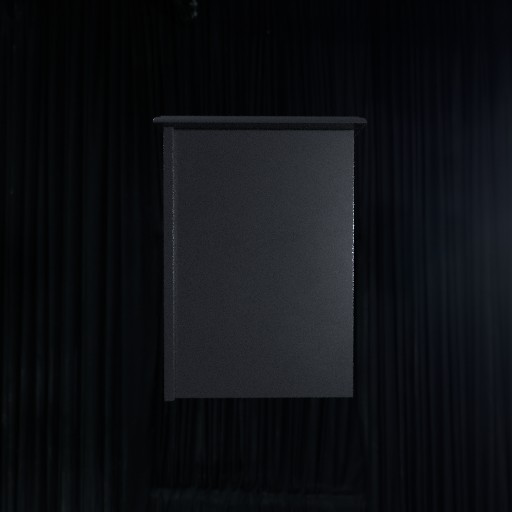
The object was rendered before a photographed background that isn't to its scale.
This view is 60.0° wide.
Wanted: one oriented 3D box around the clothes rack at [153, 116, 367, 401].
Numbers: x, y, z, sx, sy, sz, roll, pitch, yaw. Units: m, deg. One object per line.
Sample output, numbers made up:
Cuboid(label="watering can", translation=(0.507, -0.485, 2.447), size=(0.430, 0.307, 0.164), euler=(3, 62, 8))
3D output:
Cuboid(label="clothes rack", translation=(0.000, 0.000, 1.454), size=(0.406, 0.556, 1.219), euler=(0, 1, -1))
